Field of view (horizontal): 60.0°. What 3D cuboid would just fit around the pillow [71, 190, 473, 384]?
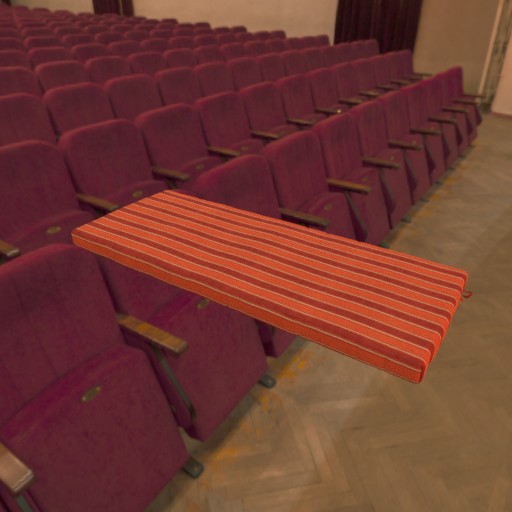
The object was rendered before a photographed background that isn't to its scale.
[{"bbox_3d":[0.000,0.000,1.361,1.187,0.081,0.492,18,34,29],"label":"pillow"}]
